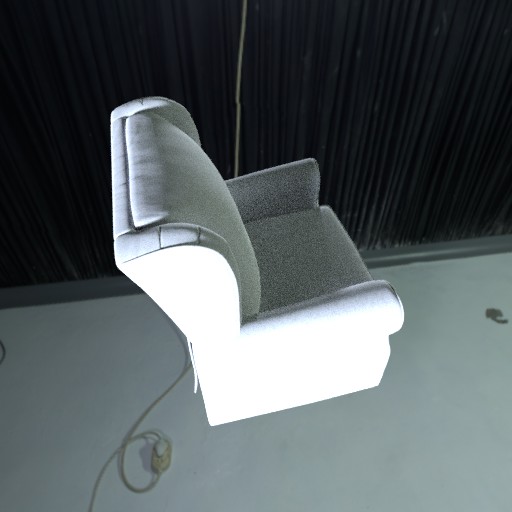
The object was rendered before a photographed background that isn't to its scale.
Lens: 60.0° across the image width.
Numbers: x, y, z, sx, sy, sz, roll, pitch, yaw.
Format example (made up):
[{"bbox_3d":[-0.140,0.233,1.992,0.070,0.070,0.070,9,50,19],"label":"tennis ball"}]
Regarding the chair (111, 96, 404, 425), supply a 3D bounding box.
[{"bbox_3d":[0.000,0.000,1.656,0.854,0.967,0.906,-10,45,-10],"label":"chair"}]
